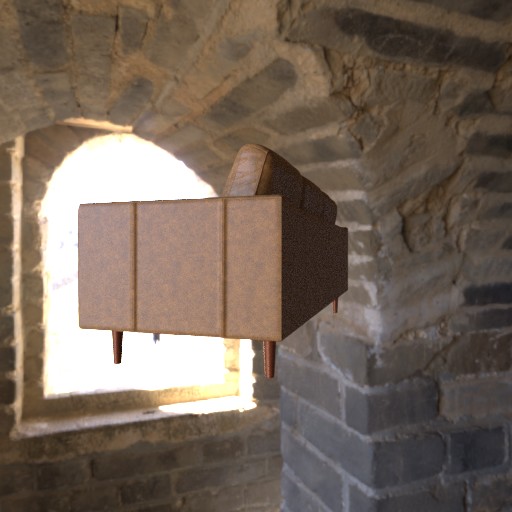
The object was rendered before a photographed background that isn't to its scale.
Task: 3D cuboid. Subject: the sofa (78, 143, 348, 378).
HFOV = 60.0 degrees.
[{"bbox_3d":[0.000,0.000,2.758,0.903,0.930,2.231,0,0,18],"label":"sofa"}]
